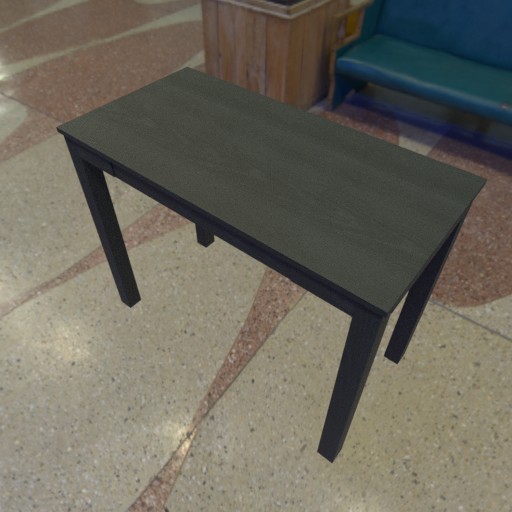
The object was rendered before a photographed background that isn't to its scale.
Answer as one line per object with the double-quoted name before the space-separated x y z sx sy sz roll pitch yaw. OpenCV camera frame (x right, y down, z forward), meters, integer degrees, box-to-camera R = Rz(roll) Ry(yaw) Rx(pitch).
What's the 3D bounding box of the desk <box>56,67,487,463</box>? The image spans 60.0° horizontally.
"desk" 0.000 0.000 1.393 0.991 0.762 0.499 30 53 26
